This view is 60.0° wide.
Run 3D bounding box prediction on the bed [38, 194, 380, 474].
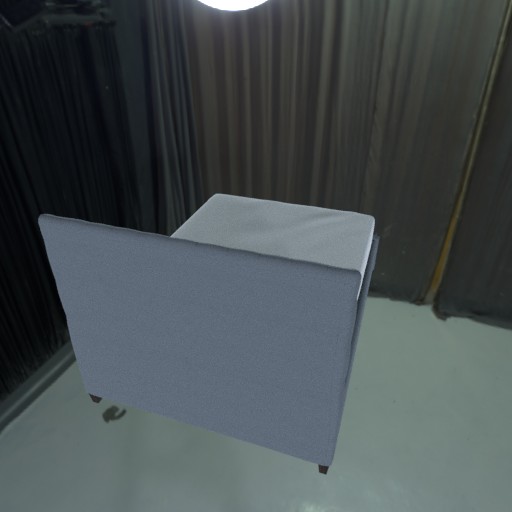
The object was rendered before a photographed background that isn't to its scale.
[{"bbox_3d":[0.000,0.000,3.335,1.698,1.427,2.231,10,33,16],"label":"bed"}]
